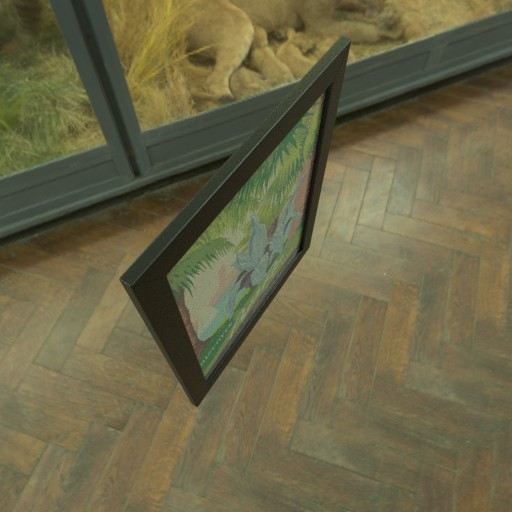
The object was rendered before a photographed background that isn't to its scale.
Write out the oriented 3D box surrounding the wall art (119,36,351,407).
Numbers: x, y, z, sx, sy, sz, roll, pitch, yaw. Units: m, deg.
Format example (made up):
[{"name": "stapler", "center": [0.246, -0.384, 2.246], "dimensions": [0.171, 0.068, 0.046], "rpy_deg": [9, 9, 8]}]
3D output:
[{"name": "wall art", "center": [0.000, 0.000, 0.798], "dimensions": [0.018, 0.582, 0.481], "rpy_deg": [30, 64, 16]}]
